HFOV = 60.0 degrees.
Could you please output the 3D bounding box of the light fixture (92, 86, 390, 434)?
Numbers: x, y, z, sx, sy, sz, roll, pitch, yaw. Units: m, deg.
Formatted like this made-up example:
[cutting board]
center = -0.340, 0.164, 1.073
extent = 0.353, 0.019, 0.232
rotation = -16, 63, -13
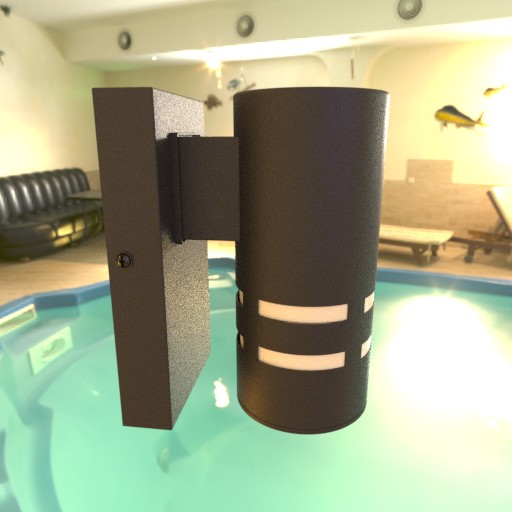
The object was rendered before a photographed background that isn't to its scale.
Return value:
[light fixture]
center = 0.000, 0.000, 0.260
extent = 0.138, 0.179, 0.098
rotation = 2, 15, 8
